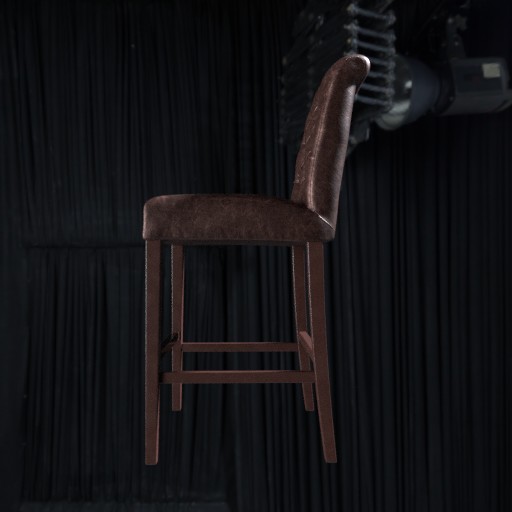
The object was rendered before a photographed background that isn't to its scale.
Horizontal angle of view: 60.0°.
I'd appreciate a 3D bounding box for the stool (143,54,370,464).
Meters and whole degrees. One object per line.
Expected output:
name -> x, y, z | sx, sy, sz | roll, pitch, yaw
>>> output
stool -> 0.000, 0.000, 1.478 | 0.659, 1.168, 0.483 | 0, 0, -1
